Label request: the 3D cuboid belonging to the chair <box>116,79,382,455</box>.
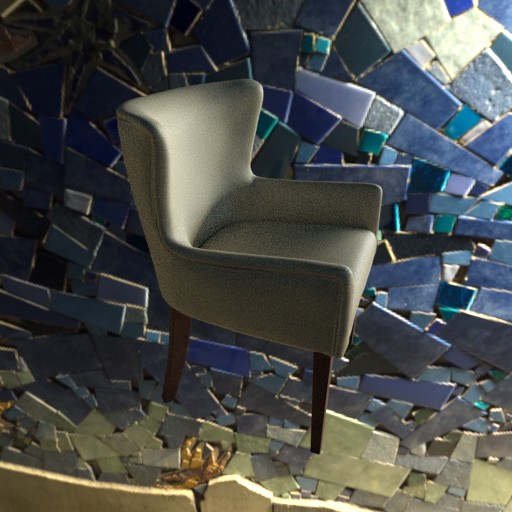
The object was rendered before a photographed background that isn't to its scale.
[{"bbox_3d":[0.000,0.000,1.390,0.686,0.952,0.660,11,31,18],"label":"chair"}]
